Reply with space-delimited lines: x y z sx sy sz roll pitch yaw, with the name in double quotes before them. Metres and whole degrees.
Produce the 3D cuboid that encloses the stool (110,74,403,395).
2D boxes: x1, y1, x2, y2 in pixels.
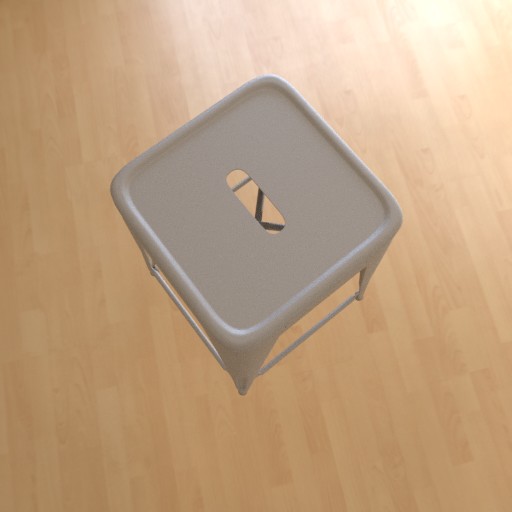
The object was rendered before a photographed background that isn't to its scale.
"stool" 0.000 0.000 0.889 0.410 0.608 0.410 -37 79 -9
